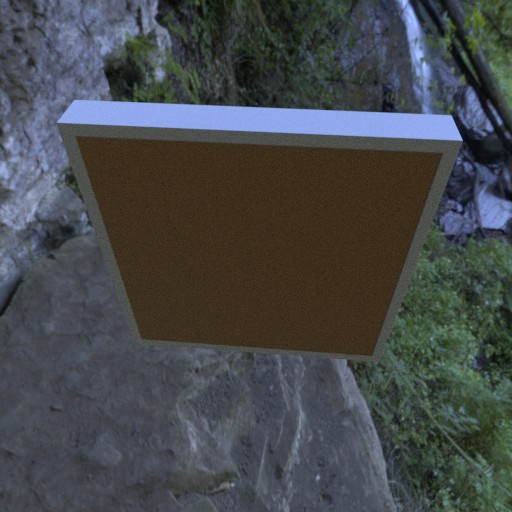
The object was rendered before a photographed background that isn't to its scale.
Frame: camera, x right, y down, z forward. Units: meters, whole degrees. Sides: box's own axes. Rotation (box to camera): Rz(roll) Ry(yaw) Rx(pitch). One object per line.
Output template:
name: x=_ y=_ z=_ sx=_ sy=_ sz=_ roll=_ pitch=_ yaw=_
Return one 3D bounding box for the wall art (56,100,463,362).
wall art: x=0.000 y=0.000 z=0.453 sx=0.305 sy=0.305 sz=0.038 roll=3 pitch=46 yaw=3
